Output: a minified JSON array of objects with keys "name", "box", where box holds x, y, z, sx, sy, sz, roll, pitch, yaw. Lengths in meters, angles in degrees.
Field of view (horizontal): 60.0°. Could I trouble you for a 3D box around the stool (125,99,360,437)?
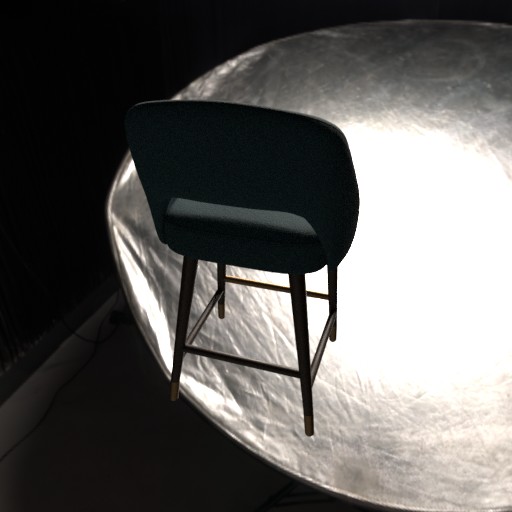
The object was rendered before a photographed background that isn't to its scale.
[{"name":"stool","box":[0.000,0.000,1.248,0.536,0.939,0.522,9,32,15]}]
